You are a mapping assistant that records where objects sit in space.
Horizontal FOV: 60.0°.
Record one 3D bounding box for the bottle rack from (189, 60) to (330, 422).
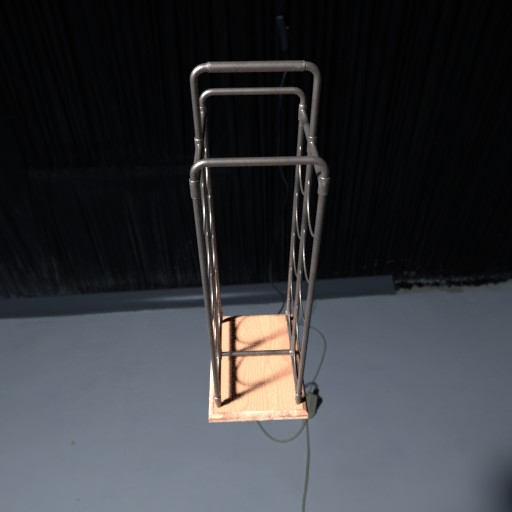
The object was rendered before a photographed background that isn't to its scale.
[{"bbox_3d":[0.000,0.000,0.804,0.208,0.680,0.276,-2,42,-2],"label":"bottle rack"}]
